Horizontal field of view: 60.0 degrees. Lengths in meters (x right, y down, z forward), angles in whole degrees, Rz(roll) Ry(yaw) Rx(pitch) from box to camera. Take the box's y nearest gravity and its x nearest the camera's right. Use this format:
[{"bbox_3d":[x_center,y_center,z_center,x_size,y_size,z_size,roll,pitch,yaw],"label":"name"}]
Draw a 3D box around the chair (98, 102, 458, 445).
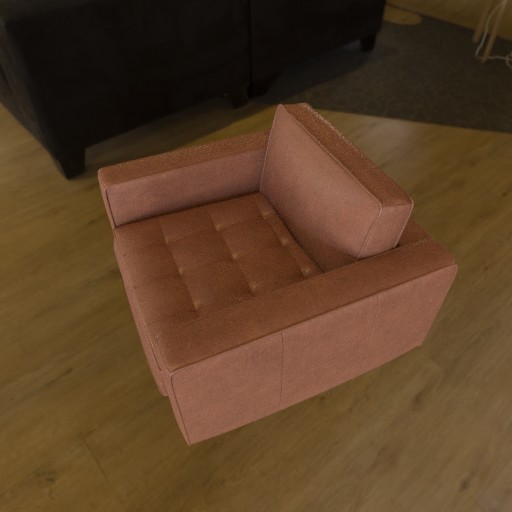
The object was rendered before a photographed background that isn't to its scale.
[{"bbox_3d":[0.000,0.000,1.538,0.900,0.770,0.920,-18,49,-17],"label":"chair"}]
